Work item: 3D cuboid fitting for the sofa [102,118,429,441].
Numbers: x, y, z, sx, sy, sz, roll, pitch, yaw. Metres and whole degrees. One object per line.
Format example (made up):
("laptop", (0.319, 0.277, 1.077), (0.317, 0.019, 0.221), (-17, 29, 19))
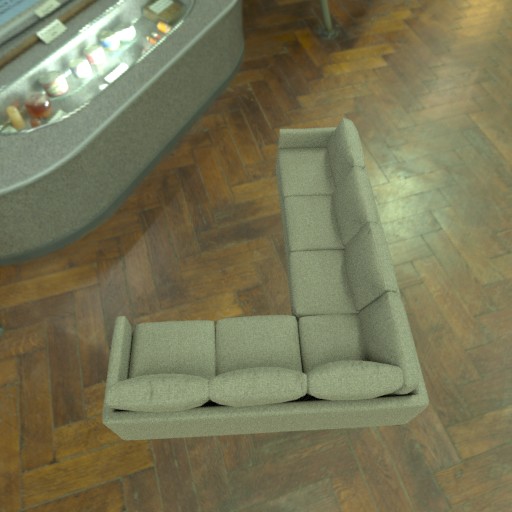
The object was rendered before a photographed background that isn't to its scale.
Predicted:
("sofa", (0.000, 0.000, 4.520), (2.593, 0.947, 3.302), (-3, 56, -2))
